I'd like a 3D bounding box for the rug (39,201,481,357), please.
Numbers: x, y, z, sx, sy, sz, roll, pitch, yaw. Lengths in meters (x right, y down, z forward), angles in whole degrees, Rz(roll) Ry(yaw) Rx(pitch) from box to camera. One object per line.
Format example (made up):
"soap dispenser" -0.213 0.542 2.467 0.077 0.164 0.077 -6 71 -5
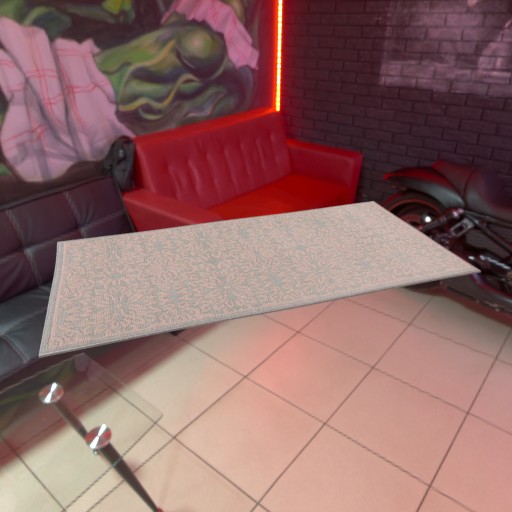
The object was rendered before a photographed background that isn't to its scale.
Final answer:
"rug" 0.000 0.000 1.409 1.219 0.007 0.604 -9 29 -16
